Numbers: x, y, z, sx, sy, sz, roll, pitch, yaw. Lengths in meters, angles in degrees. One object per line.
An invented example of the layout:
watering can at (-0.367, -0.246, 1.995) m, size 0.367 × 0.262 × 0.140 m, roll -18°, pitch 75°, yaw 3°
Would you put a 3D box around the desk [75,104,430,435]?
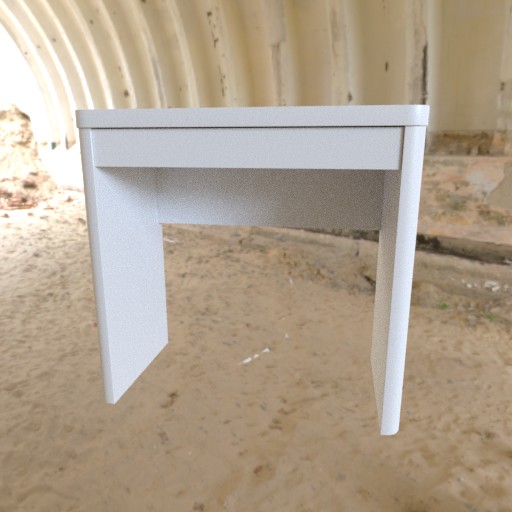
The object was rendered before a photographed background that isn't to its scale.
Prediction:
desk at (0.000, 0.000, 1.242) m, size 0.790 × 0.760 × 0.446 m, roll 3°, pitch 15°, yaw 10°
